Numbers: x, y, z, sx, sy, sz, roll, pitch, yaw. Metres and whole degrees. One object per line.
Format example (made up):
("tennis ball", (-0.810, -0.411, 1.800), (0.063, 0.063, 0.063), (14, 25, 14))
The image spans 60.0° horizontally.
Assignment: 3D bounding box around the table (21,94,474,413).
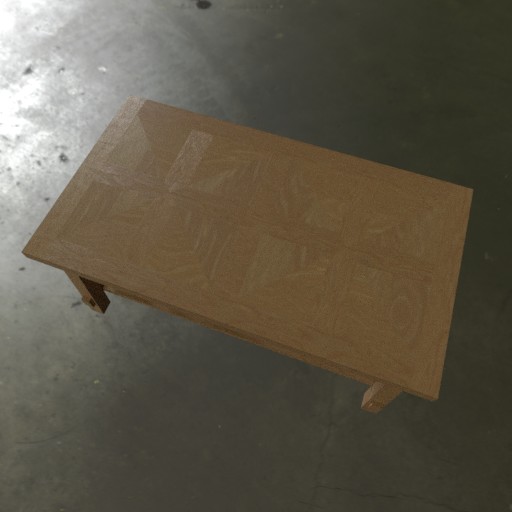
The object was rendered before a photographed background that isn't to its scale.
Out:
("table", (0.000, 0.000, 1.634), (1.270, 0.507, 0.711), (18, 64, 9))
